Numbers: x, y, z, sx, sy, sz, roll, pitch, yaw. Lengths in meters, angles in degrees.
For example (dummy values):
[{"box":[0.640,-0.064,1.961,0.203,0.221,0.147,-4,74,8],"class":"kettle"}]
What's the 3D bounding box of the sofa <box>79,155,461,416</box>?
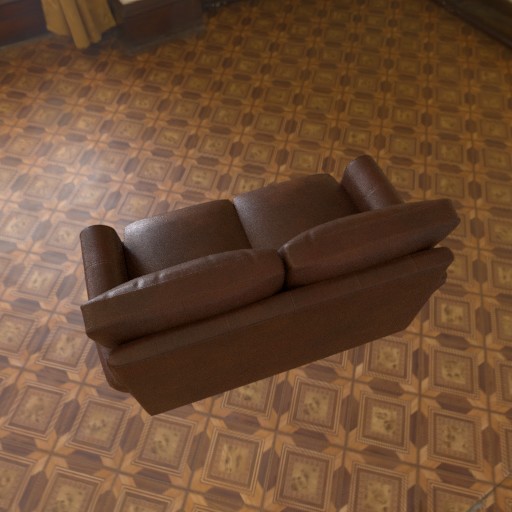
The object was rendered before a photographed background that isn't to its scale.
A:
[{"box":[0.000,0.000,2.215,1.616,0.976,0.990,-16,58,-10],"class":"sofa"}]
